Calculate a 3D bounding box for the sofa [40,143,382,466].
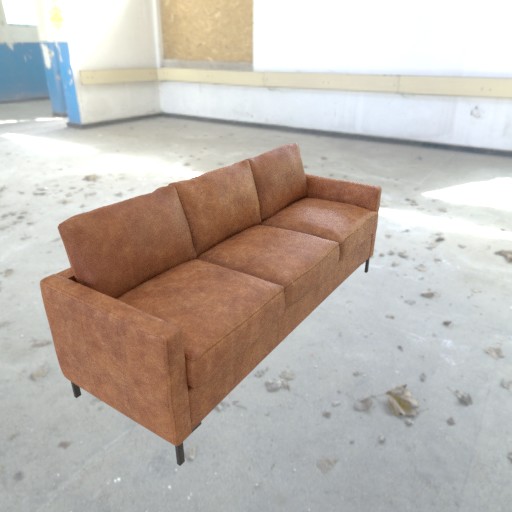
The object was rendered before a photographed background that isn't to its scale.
[{"bbox_3d":[0.000,0.000,2.394,0.748,0.863,2.029,16,30,30],"label":"sofa"}]
